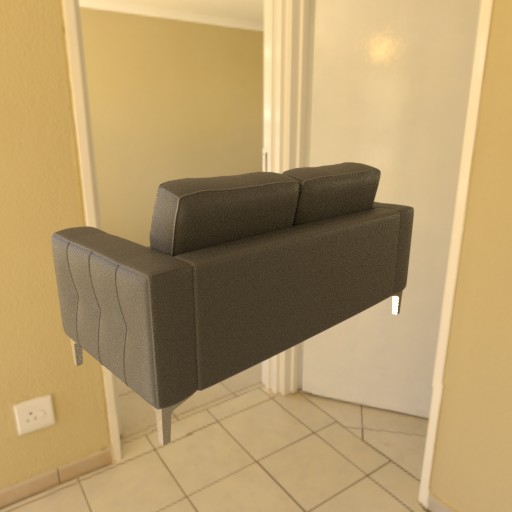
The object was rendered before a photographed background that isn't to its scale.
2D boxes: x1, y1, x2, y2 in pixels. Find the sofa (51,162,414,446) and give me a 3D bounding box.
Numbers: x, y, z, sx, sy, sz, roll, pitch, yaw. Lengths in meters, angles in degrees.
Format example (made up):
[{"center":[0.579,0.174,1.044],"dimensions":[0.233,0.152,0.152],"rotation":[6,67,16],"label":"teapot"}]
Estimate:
[{"center":[0.000,0.000,2.245],"dimensions":[1.726,0.892,0.833],"rotation":[-15,23,-42],"label":"sofa"}]
